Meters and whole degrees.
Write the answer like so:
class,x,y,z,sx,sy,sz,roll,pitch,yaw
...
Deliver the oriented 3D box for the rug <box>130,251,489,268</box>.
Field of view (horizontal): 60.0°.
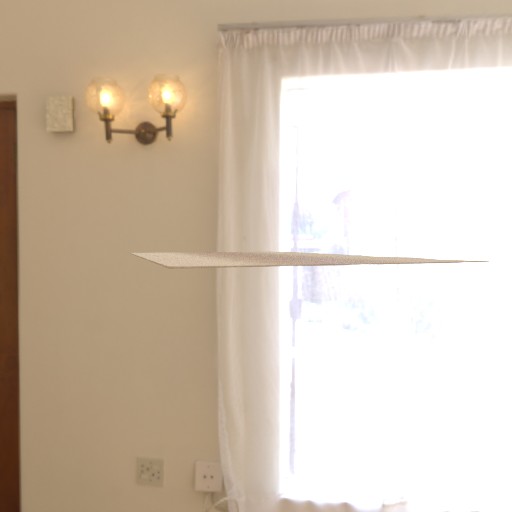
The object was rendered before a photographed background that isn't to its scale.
class,x,y,z,sx,sy,sz,roll,pitch,yaw
rug,0.000,0.000,3.016,1.522,0.012,2.440,-1,2,-19
